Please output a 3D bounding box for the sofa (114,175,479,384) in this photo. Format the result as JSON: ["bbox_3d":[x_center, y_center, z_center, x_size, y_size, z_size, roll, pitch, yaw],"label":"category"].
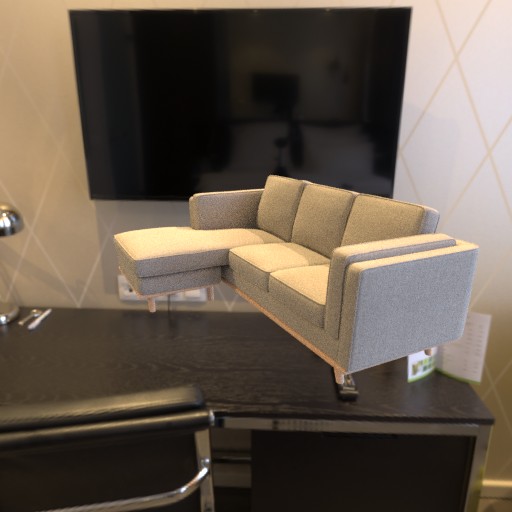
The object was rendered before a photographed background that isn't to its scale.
[{"bbox_3d":[0.000,0.000,3.176,1.604,0.929,2.411,-8,18,-26],"label":"sofa"}]
